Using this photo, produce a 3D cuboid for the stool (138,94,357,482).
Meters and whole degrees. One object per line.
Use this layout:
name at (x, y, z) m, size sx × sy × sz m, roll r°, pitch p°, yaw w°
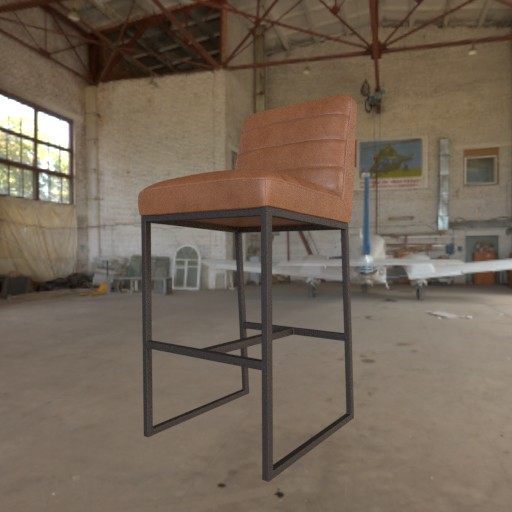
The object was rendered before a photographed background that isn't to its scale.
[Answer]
stool at (0.000, 0.000, 1.353) m, size 0.458 × 1.040 × 0.556 m, roll 0°, pitch 1°, yaw 36°
